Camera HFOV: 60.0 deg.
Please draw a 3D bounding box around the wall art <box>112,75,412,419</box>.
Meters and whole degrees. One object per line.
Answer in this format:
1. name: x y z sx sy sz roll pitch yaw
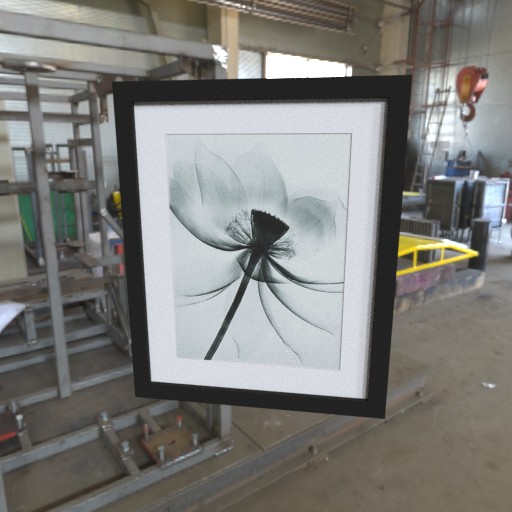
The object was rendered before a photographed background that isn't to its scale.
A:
1. wall art: 0.000 0.000 0.749 0.457 0.559 0.029 2 14 8
